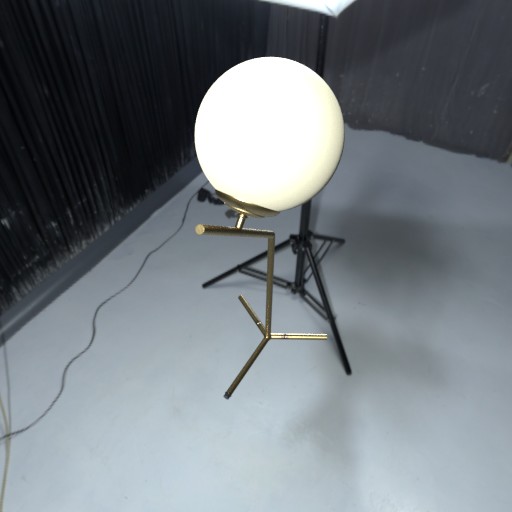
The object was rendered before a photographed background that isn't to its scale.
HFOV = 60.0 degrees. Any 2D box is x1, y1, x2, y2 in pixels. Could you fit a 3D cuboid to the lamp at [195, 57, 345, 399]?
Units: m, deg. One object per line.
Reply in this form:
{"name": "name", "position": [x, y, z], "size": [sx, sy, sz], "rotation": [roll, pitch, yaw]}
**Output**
{"name": "lamp", "position": [0.000, 0.000, 0.668], "size": [0.210, 0.552, 0.251], "rotation": [23, 50, 21]}
